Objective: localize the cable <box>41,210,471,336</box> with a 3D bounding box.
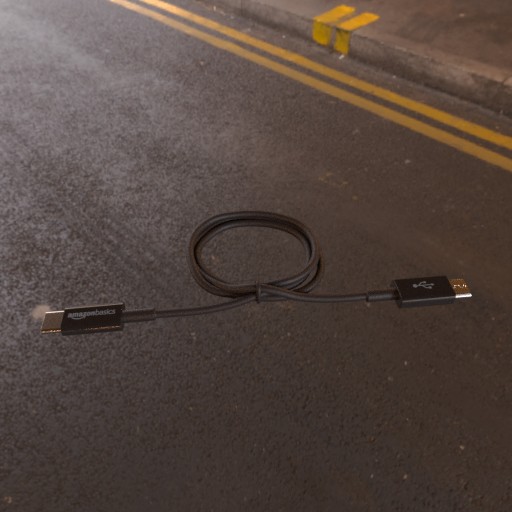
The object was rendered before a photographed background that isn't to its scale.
[{"bbox_3d":[0.000,0.000,0.217,0.192,0.014,0.070,-4,46,-4],"label":"cable"}]
